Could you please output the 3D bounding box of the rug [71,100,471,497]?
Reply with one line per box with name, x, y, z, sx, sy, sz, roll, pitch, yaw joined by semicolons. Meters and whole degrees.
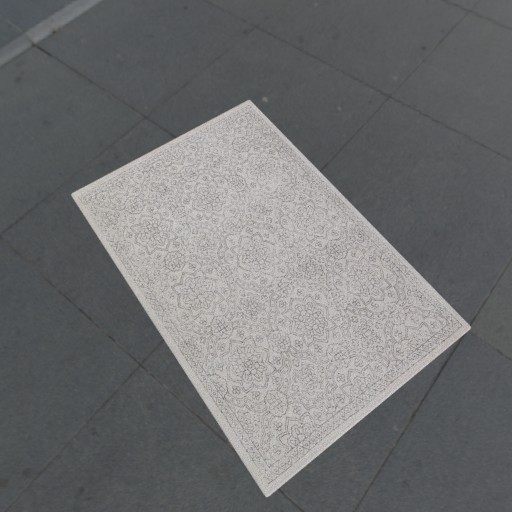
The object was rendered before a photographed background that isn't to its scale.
rug;0.000;0.000;2.860;1.524;0.011;2.286;-33;68;-15
